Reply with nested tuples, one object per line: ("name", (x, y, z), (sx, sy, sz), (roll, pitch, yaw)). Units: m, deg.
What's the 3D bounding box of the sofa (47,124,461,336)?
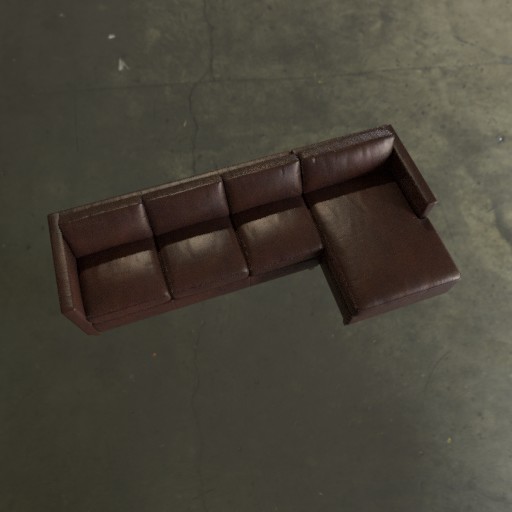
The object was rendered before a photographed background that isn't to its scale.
("sofa", (0.000, 0.000, 3.894), (3.203, 0.883, 1.581), (-17, 65, -8))
